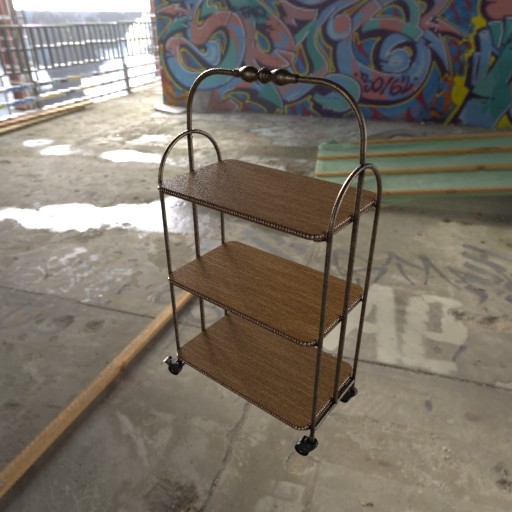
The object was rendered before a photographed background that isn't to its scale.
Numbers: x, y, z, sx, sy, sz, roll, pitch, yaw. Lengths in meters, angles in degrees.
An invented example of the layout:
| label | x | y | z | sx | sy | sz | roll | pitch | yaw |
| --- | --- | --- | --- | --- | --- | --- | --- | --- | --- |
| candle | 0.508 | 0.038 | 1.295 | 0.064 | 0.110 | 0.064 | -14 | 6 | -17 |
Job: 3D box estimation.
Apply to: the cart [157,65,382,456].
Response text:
| label | x | y | z | sx | sy | sz | roll | pitch | yaw |
| --- | --- | --- | --- | --- | --- | --- | --- | --- | --- |
| cart | 0.000 | 0.000 | 1.330 | 0.650 | 1.052 | 0.330 | 21 | 35 | 32 |
